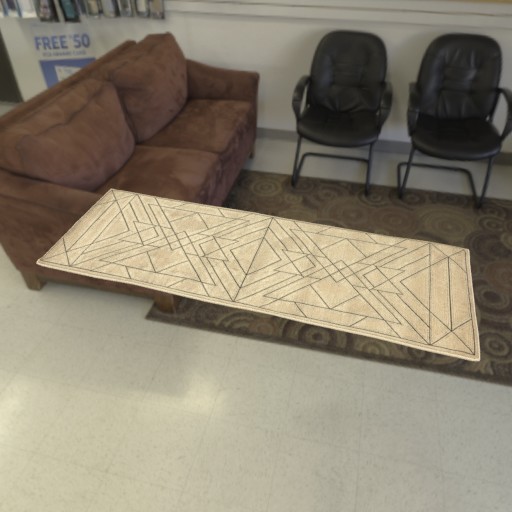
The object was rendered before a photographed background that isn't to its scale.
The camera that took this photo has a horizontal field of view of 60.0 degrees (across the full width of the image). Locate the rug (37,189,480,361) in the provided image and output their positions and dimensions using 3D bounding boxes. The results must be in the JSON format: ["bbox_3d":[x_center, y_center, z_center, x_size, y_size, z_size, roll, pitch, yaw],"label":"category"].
[{"bbox_3d":[0.000,0.000,2.572,2.381,0.036,0.831,11,42,12],"label":"rug"}]
